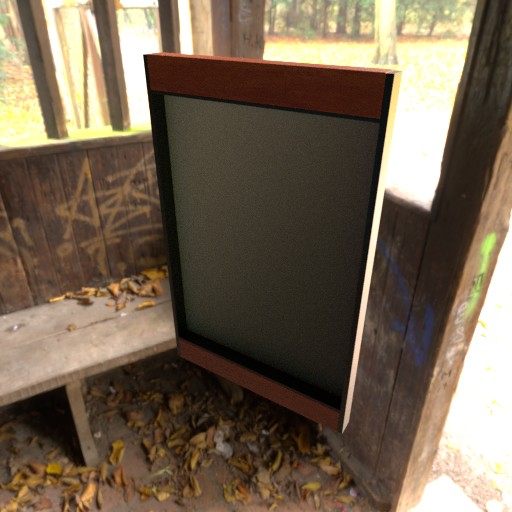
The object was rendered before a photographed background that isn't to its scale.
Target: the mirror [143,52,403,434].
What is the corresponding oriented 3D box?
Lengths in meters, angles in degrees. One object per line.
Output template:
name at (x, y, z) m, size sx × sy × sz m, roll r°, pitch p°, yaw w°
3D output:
mirror at (0.000, 0.000, 1.015) m, size 0.525 × 0.823 × 0.047 m, roll 17°, pitch 34°, yaw 27°
